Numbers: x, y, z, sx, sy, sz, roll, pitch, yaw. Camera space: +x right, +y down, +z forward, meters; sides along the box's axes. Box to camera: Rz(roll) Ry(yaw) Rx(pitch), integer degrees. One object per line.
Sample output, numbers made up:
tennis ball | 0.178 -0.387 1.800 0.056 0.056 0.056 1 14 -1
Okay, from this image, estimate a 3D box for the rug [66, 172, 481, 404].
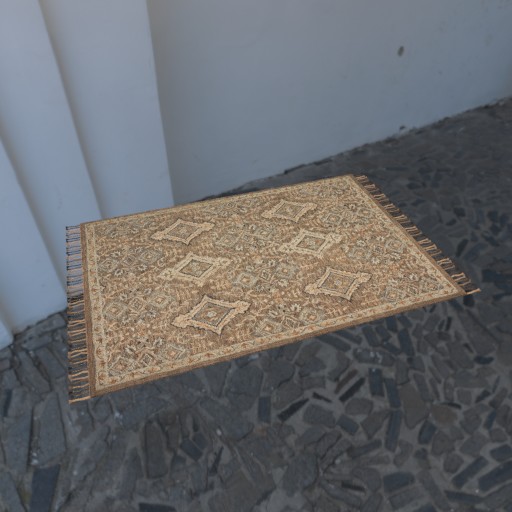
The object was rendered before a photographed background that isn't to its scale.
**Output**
rug | 0.000 0.000 2.999 2.434 0.010 1.516 -12 42 -14
